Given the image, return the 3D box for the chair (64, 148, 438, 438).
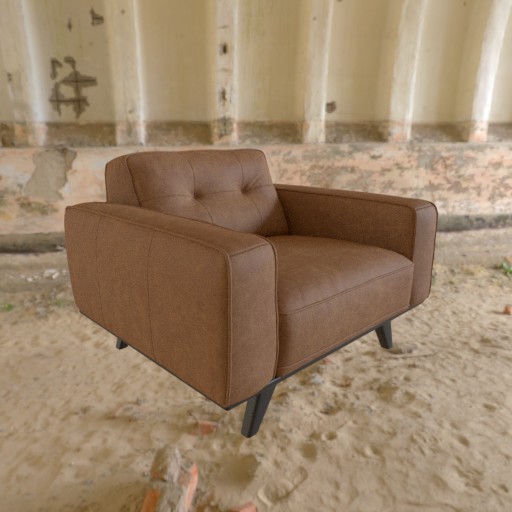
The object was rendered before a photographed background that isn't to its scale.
[{"bbox_3d":[0.000,0.000,1.707,1.118,0.782,0.952,-15,21,-42],"label":"chair"}]
